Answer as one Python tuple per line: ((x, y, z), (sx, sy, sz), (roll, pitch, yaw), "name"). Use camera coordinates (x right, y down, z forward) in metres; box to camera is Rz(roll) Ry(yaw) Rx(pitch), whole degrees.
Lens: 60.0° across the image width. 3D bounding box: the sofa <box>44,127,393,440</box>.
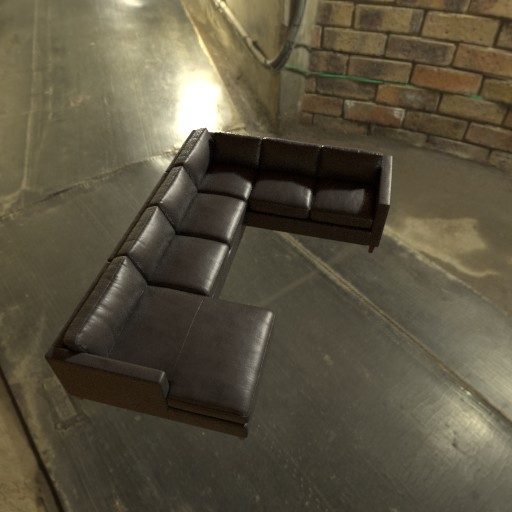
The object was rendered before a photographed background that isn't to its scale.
((0.000, 0.000, 4.412), (2.452, 0.891, 3.324), (10, 47, 9), "sofa")
